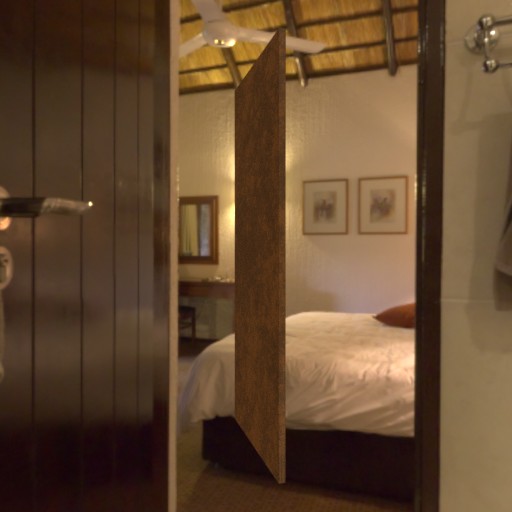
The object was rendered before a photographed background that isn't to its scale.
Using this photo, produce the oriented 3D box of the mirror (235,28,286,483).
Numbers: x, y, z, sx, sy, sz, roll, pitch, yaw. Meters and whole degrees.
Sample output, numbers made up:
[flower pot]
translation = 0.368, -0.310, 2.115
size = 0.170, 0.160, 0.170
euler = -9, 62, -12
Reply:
[mirror]
translation = 0.000, 0.000, 2.368
size = 0.032, 2.031, 0.812
euler = 0, 1, -17
